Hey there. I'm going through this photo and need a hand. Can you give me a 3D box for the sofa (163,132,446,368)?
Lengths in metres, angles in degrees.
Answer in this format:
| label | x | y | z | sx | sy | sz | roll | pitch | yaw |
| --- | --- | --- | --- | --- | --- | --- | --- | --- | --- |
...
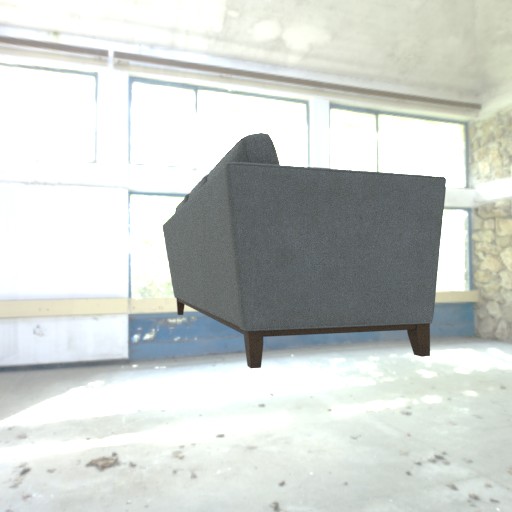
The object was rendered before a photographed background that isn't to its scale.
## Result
| label | x | y | z | sx | sy | sz | roll | pitch | yaw |
| --- | --- | --- | --- | --- | --- | --- | --- | --- | --- |
| sofa | 0.000 | 0.000 | 2.864 | 0.965 | 0.940 | 2.387 | 1 | -2 | -17 |
